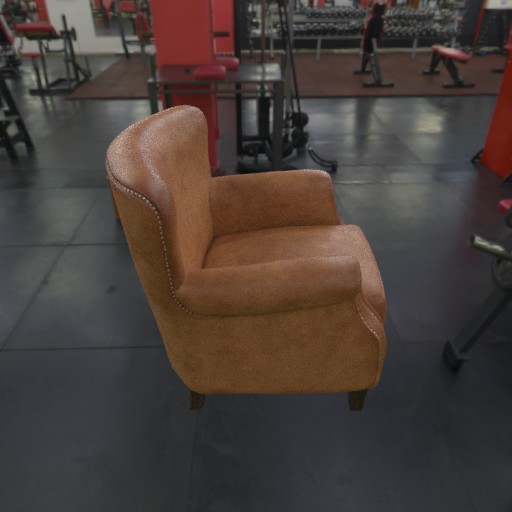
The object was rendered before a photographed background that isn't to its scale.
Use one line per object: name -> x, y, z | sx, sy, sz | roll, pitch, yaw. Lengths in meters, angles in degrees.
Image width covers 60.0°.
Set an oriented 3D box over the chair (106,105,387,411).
chair -> 0.000, 0.000, 1.658 | 0.921, 0.936, 0.861 | 0, 32, 1
